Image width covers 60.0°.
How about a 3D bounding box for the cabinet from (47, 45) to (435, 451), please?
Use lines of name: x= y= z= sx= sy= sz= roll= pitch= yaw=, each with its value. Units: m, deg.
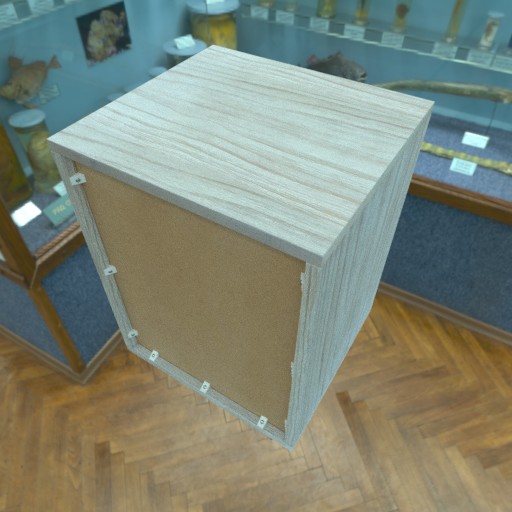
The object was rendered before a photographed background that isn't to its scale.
cabinet: x=0.000 y=0.000 z=0.842 sx=0.409 sy=0.579 sz=0.401 roll=24 pitch=51 yaw=22
